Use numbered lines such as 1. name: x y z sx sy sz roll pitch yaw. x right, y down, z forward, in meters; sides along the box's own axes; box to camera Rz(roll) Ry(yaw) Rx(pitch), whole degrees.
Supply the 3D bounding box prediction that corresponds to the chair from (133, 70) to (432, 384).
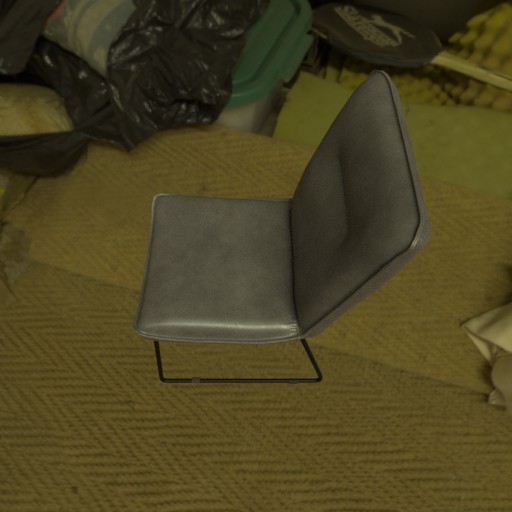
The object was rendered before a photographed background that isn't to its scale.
1. chair: 0.000 0.000 1.328 0.688 0.932 0.515 0 59 0
